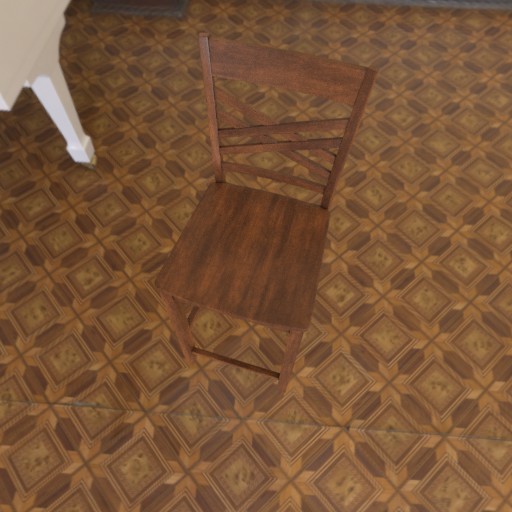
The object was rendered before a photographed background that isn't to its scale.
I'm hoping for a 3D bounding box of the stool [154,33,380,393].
[{"bbox_3d":[0.000,0.000,1.368,0.426,1.098,0.504,15,61,9],"label":"stool"}]
